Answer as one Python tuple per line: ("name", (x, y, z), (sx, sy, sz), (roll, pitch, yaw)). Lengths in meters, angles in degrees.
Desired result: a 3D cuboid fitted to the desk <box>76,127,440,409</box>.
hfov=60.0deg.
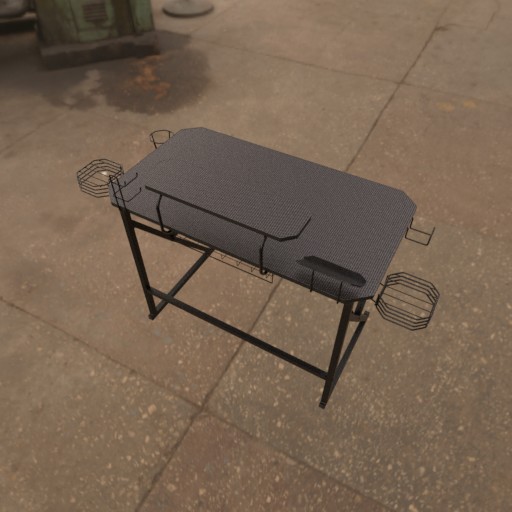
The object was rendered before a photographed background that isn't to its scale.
("desk", (0.000, 0.000, 1.711), (1.290, 0.880, 0.580), (23, 51, 20))
